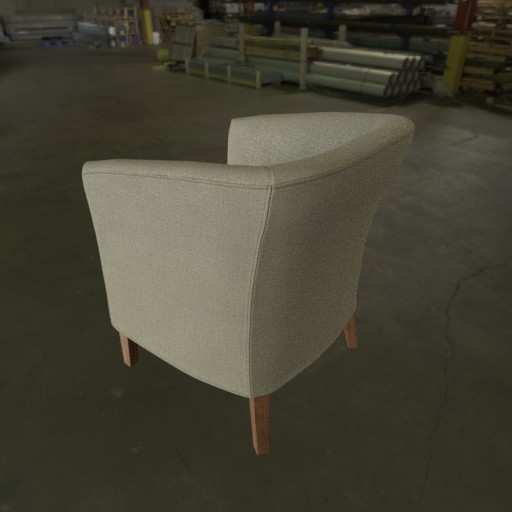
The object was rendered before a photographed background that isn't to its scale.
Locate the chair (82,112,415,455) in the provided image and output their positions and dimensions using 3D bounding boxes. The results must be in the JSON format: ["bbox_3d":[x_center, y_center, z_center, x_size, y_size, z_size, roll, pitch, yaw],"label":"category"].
[{"bbox_3d":[0.000,0.000,1.232,0.668,0.771,0.600,22,37,32],"label":"chair"}]
